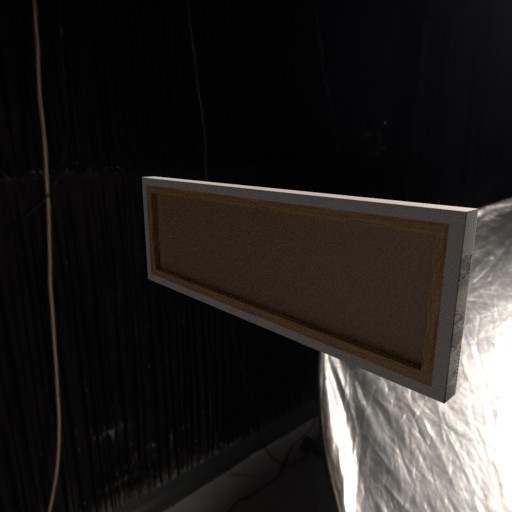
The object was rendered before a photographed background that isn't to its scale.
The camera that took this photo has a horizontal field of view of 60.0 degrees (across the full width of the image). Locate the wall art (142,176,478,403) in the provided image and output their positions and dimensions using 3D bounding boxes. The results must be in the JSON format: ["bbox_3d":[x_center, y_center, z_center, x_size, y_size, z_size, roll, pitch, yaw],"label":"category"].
[{"bbox_3d":[0.000,0.000,0.834,0.038,0.255,0.763,-13,19,-41],"label":"wall art"}]
